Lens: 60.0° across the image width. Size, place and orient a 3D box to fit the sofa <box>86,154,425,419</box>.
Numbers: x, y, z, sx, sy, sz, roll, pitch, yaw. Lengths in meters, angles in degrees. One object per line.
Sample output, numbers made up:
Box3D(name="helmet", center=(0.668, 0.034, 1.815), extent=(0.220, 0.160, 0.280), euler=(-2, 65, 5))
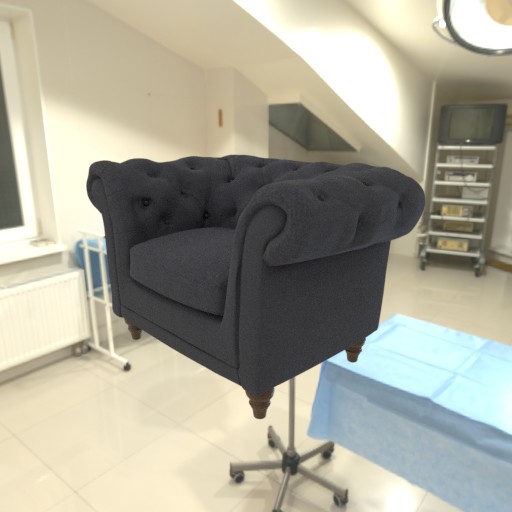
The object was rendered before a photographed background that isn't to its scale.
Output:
Box3D(name="sofa", center=(0.000, 0.000, 2.074), extent=(1.032, 0.878, 1.405), euler=(-15, 22, -42))
